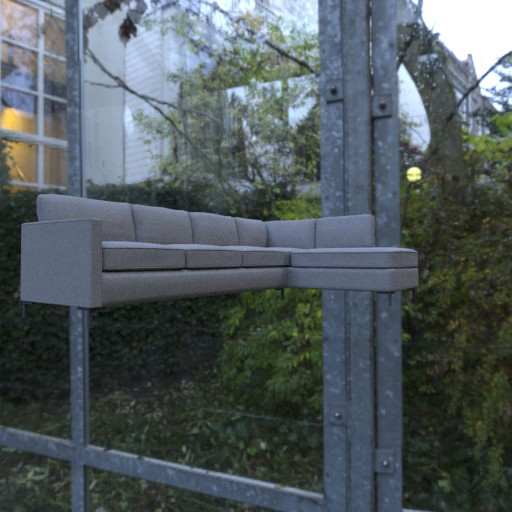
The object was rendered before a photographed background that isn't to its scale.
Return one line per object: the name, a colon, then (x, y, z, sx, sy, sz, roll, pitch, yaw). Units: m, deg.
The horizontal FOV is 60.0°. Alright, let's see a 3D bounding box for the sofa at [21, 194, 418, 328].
sofa: (0.000, 0.000, 4.161, 2.077, 0.964, 3.331, 0, 0, 36)
